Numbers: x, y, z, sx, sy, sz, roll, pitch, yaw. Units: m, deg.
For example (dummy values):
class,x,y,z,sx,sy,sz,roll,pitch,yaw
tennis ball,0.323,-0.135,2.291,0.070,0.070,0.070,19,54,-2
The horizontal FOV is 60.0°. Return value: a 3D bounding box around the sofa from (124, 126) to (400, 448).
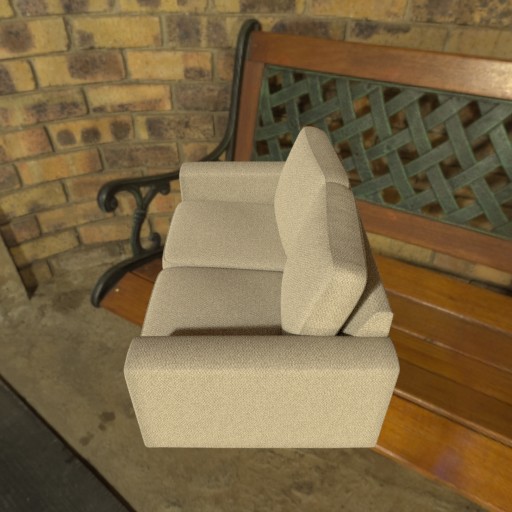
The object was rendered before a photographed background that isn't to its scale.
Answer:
class,x,y,z,sx,sy,sz,roll,pitch,yaw
sofa,0.000,0.000,2.252,1.016,0.873,1.616,0,38,0
